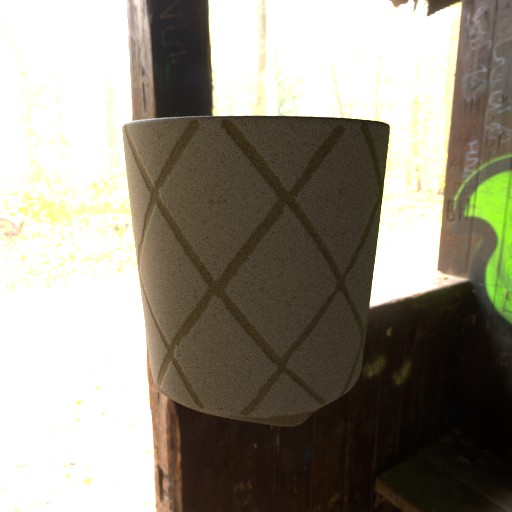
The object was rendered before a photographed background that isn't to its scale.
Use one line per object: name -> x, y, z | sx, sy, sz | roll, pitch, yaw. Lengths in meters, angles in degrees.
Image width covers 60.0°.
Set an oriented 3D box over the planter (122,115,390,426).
planter -> 0.000, 0.000, 0.417 | 0.228, 0.235, 0.228 | 0, 13, 0
